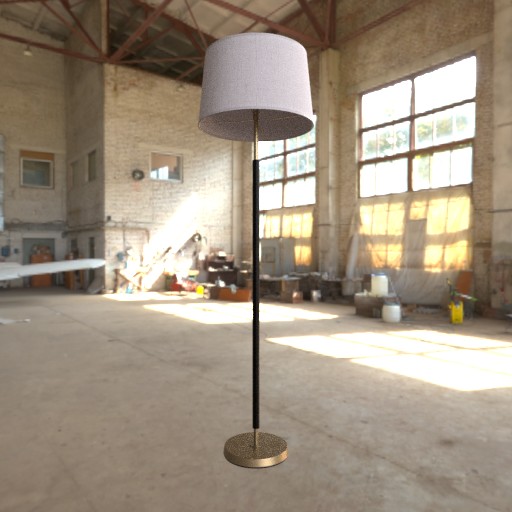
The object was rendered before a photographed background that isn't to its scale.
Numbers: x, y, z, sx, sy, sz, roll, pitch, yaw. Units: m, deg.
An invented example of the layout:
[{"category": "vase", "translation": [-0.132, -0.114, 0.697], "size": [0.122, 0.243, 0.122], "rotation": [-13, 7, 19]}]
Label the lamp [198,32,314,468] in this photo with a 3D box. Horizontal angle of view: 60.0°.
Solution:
[{"category": "lamp", "translation": [0.000, 0.000, 1.622], "size": [0.420, 1.447, 0.420], "rotation": [0, 0, 0]}]
